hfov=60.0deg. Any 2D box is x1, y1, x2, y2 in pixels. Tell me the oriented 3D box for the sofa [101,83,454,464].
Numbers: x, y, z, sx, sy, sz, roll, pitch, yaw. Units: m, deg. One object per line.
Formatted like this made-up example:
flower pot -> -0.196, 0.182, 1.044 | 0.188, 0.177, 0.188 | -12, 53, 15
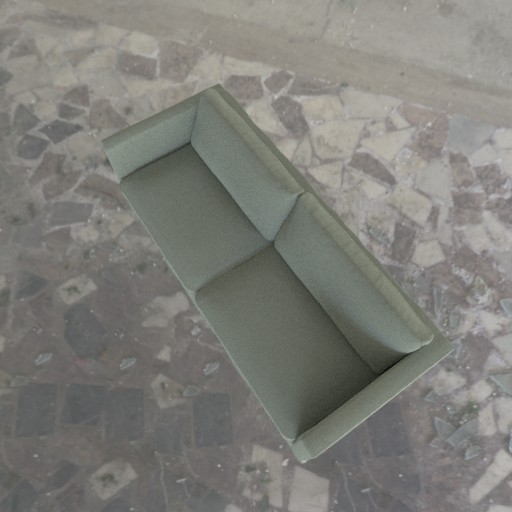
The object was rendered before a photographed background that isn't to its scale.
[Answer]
sofa -> 0.000, 0.000, 2.832 | 0.962, 0.853, 2.312 | -32, 68, -14
